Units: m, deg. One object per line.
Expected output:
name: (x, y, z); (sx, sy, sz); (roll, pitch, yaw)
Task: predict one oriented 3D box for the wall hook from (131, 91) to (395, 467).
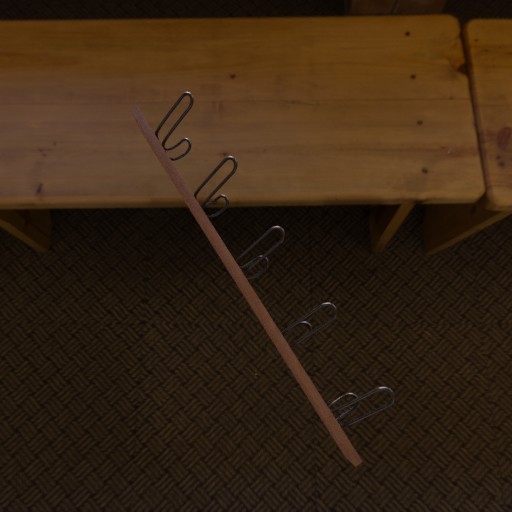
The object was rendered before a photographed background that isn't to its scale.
wall hook: (0.000, 0.000, 0.588); (0.076, 0.116, 0.554); (-31, 77, -8)
